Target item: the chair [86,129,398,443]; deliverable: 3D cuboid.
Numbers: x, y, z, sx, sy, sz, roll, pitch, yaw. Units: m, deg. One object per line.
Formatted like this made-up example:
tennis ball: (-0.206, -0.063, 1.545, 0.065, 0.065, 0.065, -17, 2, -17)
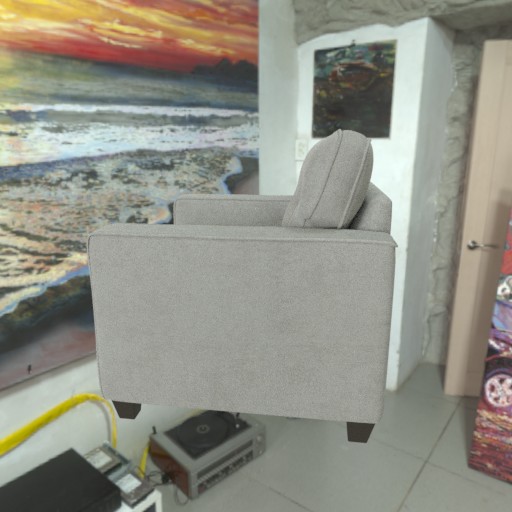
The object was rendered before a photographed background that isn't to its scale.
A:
chair: (0.000, 0.000, 1.783, 0.939, 0.965, 1.015, 2, 15, 8)
